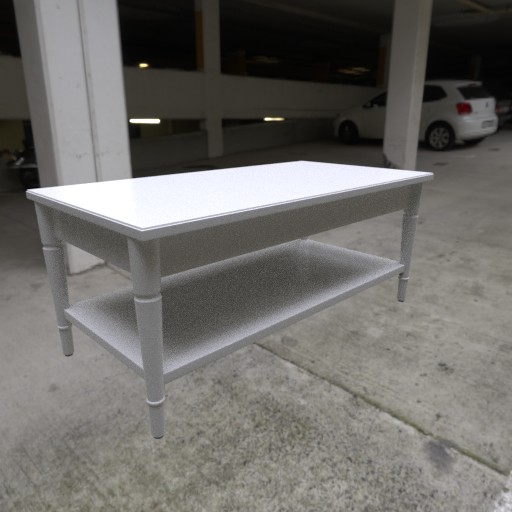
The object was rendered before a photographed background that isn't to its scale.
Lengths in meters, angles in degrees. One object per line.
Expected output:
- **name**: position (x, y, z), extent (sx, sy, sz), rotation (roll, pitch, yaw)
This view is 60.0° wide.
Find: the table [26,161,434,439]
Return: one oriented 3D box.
- **table**: position (0.000, 0.000, 1.343), extent (1.067, 0.457, 0.559), rotation (-16, 24, -42)
